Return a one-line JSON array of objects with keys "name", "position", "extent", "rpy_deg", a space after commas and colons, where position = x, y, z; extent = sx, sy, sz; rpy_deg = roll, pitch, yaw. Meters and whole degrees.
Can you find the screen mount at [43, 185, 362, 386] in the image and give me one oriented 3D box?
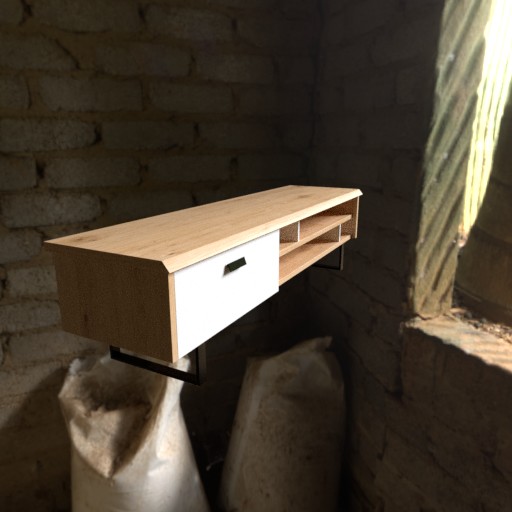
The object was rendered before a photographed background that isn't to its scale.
[{"name": "screen mount", "position": [0.000, 0.000, 1.927], "extent": [0.450, 0.430, 1.700], "rpy_deg": [8, 17, 27]}]
